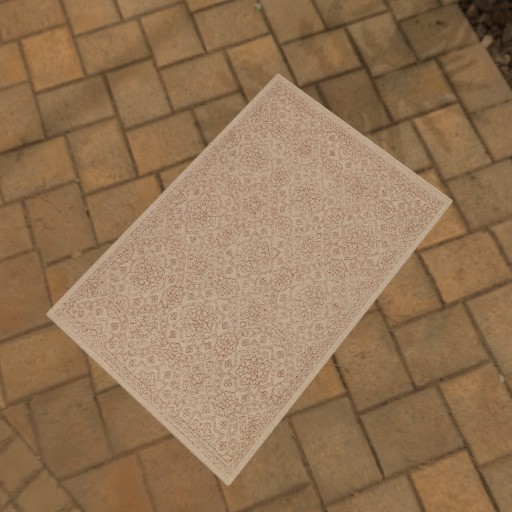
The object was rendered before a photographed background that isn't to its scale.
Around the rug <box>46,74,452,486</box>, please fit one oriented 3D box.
[{"bbox_3d":[0.000,0.000,2.299,1.219,0.010,1.829,39,79,9],"label":"rug"}]
